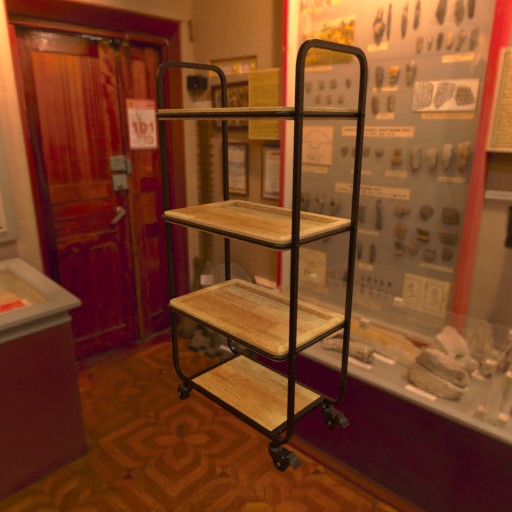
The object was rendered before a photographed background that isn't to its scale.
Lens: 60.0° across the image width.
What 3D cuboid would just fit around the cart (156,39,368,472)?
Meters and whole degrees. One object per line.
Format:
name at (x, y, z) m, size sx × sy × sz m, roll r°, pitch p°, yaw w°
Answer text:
cart at (0.000, 0.000, 1.295) m, size 0.545 × 1.080 × 0.321 m, roll 16°, pitch 23°, yaw 42°
